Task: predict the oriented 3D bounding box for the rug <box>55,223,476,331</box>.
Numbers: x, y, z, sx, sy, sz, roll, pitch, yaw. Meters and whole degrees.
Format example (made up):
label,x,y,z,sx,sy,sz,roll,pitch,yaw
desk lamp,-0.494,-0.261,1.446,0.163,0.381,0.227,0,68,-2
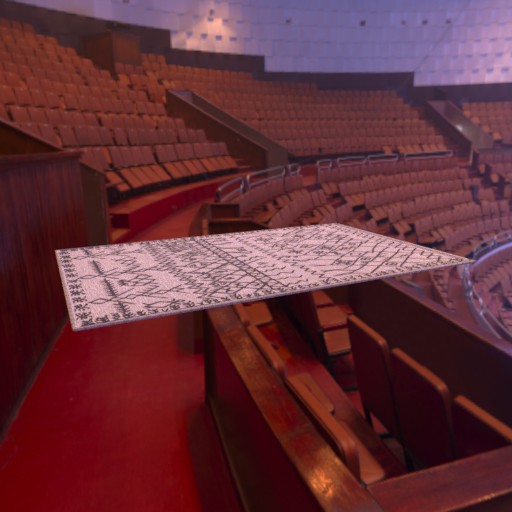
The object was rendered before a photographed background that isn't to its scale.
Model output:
label,x,y,z,sx,sy,sz,roll,pitch,yaw
rug,0.000,0.000,3.019,2.444,0.012,1.526,-7,16,-25
